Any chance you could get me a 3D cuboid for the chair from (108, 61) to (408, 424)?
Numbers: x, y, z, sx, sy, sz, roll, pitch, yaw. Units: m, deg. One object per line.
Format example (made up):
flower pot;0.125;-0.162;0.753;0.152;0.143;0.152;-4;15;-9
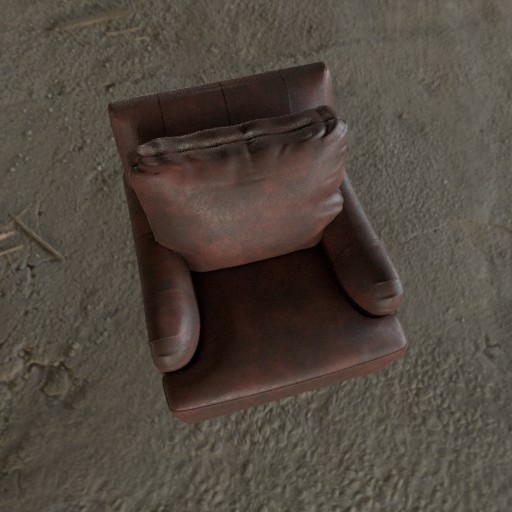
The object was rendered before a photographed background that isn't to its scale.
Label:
chair;0.000;0.000;1.914;0.987;1.051;1.156;-13;63;-7
